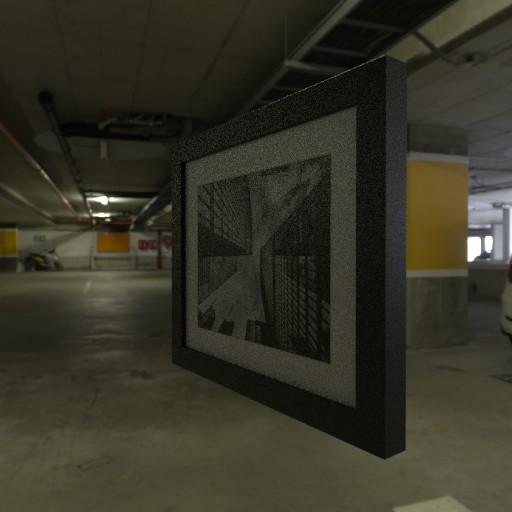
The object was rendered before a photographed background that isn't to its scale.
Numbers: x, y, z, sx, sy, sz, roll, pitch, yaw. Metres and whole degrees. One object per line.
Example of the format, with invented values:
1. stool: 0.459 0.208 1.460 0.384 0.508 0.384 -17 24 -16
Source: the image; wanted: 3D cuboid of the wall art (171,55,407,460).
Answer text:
1. wall art: 0.000 0.000 0.512 0.028 0.321 0.381 0 1 -37
